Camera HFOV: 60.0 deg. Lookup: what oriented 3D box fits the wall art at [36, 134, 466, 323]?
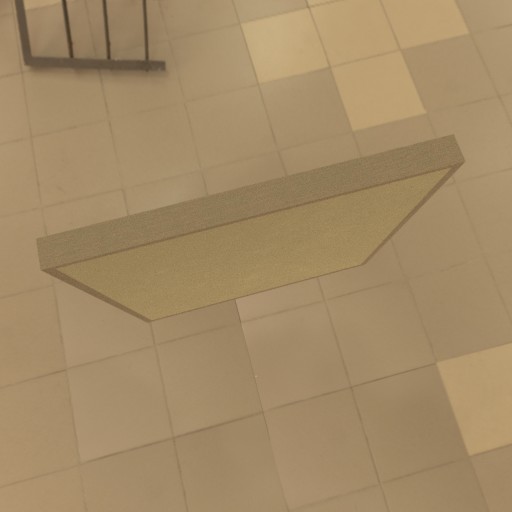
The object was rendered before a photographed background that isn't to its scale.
[{"bbox_3d":[0.000,0.000,0.761,0.508,0.506,0.038,-15,75,-4],"label":"wall art"}]
